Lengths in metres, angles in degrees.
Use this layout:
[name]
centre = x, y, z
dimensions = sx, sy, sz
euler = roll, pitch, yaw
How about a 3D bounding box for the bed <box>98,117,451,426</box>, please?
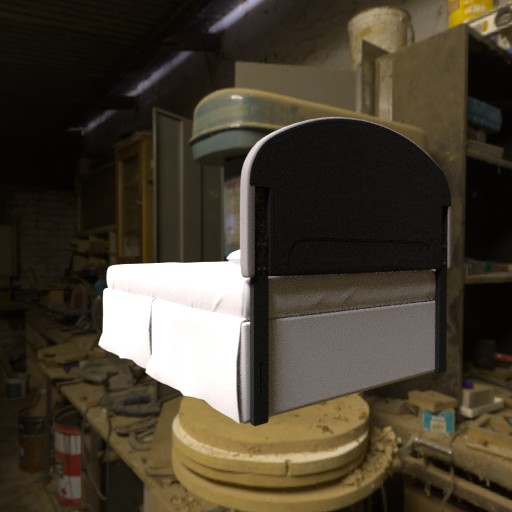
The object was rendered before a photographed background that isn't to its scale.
[bed]
centre = 0.000, 0.000, 3.086
dimensions = 1.607, 1.410, 2.005
euler = -1, 1, -36
